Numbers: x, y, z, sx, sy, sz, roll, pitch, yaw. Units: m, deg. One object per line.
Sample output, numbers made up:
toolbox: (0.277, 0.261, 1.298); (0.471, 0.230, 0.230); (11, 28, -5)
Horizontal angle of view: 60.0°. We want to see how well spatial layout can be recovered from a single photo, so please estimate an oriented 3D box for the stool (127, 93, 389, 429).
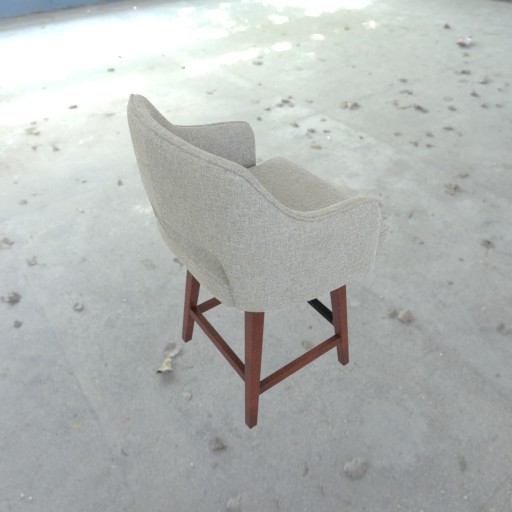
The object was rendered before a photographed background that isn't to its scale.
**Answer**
stool: (0.000, 0.000, 1.315); (0.558, 0.944, 0.599); (-25, 46, -26)
